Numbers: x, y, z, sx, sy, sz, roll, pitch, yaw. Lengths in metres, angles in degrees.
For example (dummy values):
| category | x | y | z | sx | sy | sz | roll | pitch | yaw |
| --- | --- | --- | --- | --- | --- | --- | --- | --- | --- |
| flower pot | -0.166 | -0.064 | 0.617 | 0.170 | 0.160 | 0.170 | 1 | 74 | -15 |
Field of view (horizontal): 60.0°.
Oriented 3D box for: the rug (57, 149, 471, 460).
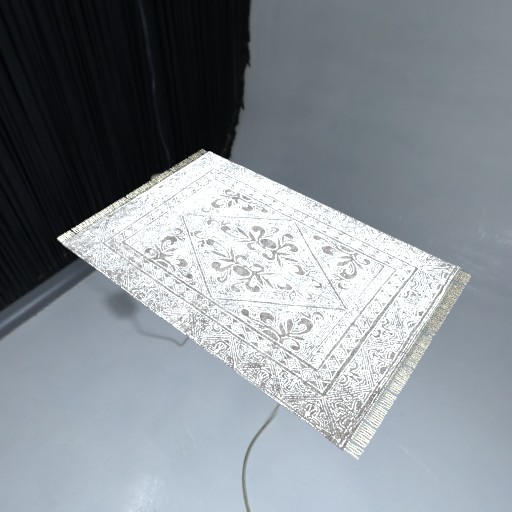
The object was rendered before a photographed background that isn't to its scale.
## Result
| category | x | y | z | sx | sy | sz | roll | pitch | yaw |
| --- | --- | --- | --- | --- | --- | --- | --- | --- | --- |
| rug | 0.000 | 0.000 | 3.038 | 2.440 | 0.010 | 1.529 | 30 | 52 | 26 |
